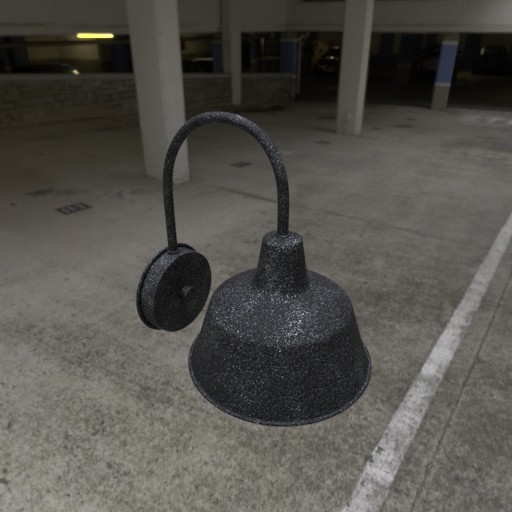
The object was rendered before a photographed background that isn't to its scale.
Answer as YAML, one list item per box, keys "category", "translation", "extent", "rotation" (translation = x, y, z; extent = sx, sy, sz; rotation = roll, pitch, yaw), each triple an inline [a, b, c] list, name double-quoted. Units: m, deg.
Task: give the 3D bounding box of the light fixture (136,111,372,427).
- category: "light fixture"
  translation: [0.000, 0.000, 0.491]
  extent: [0.283, 0.300, 0.216]
  rotation: [18, 32, 30]
